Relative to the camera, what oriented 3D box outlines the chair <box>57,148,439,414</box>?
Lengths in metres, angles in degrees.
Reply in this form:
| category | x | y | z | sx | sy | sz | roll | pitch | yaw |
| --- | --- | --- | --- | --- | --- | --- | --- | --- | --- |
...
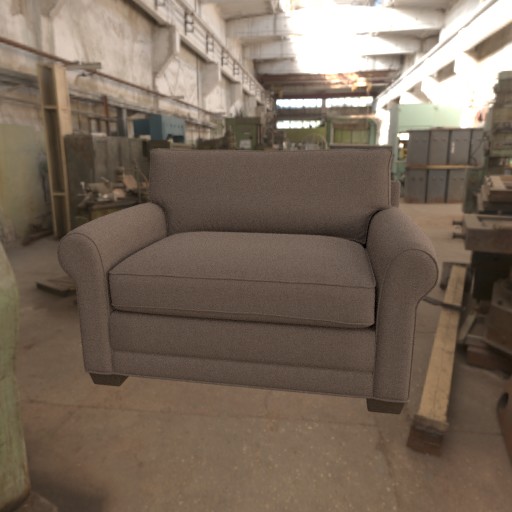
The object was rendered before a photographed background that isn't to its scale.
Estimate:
| category | x | y | z | sx | sy | sz | roll | pitch | yaw |
| --- | --- | --- | --- | --- | --- | --- | --- | --- | --- |
| chair | 0.000 | 0.000 | 1.971 | 1.390 | 0.930 | 0.930 | 2 | 14 | 10 |
